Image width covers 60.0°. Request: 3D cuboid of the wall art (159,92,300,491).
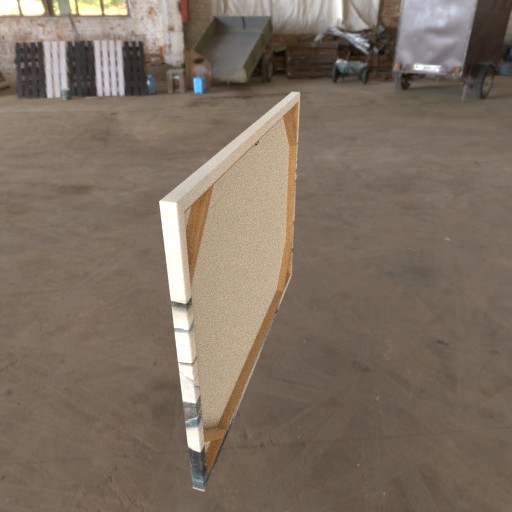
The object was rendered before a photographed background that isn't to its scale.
[{"bbox_3d":[0.000,0.000,1.581,0.039,0.915,1.219,8,31,14],"label":"wall art"}]
